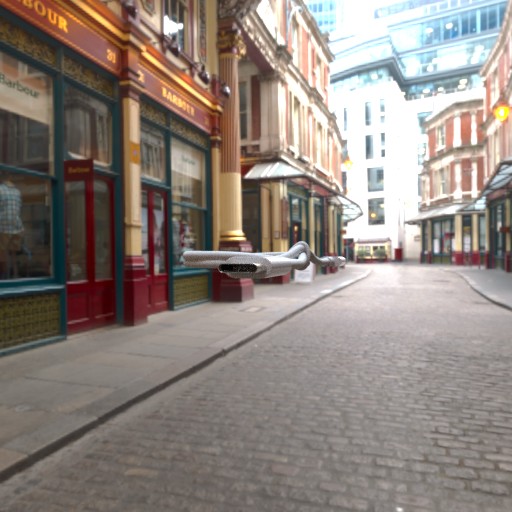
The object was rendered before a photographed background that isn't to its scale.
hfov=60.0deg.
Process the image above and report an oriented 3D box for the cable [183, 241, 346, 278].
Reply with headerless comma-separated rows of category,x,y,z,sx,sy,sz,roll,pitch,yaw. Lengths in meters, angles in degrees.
cable,0.000,0.000,0.223,0.070,0.014,0.203,0,0,17
